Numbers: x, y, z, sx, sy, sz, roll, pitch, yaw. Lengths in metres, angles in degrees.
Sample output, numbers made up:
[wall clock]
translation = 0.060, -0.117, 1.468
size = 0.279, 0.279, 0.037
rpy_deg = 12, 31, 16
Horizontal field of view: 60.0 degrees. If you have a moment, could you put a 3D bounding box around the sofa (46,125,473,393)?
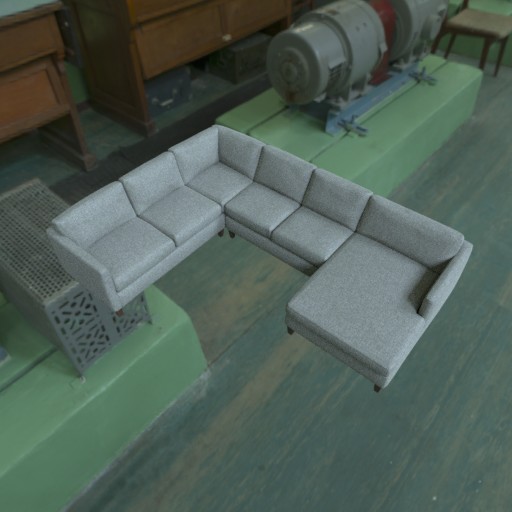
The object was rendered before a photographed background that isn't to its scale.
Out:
[sofa]
translation = 0.000, 0.000, 4.569
size = 3.460, 0.959, 2.593
rpy_deg = 31, 54, 26
